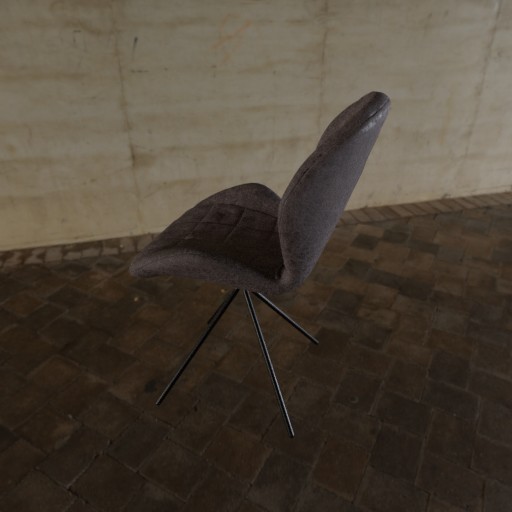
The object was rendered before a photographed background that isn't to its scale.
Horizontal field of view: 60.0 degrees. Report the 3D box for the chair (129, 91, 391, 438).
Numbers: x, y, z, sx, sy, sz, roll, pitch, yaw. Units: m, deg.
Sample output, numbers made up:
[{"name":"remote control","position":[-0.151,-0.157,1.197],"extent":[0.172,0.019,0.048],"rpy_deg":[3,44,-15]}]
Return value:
[{"name":"chair","position":[0.000,0.000,1.303],"extent":[0.640,0.934,0.527],"rpy_deg":[8,30,14]}]
